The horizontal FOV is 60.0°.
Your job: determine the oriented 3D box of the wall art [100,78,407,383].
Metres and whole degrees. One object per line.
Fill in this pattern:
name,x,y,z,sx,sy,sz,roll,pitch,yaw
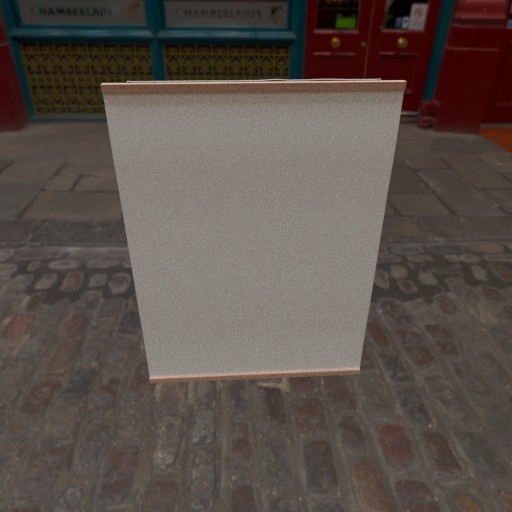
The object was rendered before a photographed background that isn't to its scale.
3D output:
wall art,0.000,0.000,1.354,0.758,1.013,0.020,-2,30,-3
